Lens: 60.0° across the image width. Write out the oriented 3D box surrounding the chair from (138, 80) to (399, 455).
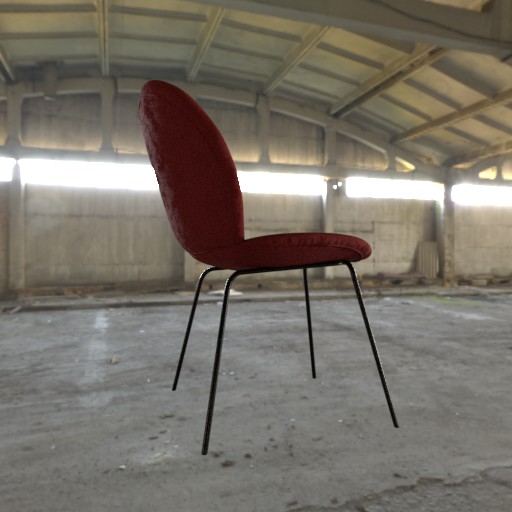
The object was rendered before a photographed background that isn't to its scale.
[{"bbox_3d":[0.000,0.000,1.150,0.587,0.791,0.458,0,0,-18],"label":"chair"}]
